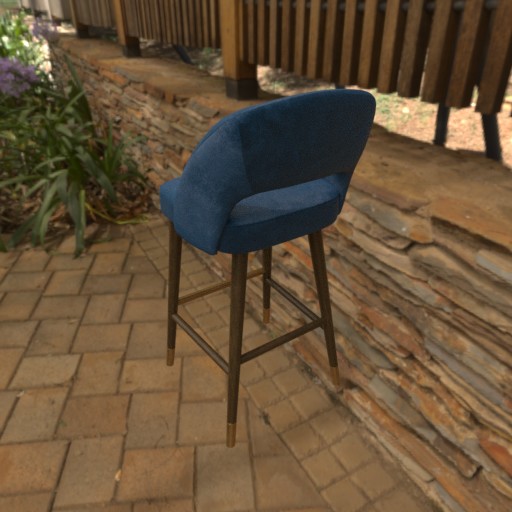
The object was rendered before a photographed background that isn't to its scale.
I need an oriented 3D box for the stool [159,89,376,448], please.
[{"bbox_3d":[0.000,0.000,1.347,0.514,1.016,0.515,-19,35,-30],"label":"stool"}]
